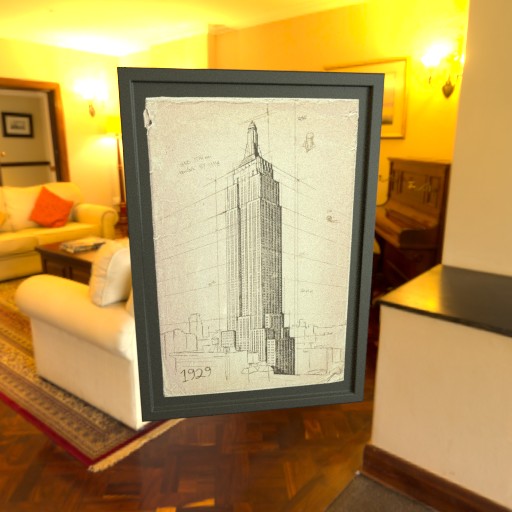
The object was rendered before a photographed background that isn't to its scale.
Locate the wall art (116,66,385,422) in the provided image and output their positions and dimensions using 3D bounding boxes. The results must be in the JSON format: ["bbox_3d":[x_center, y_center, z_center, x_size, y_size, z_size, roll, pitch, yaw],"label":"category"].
[{"bbox_3d":[0.000,0.000,0.554,0.303,0.431,0.013,-2,14,-9],"label":"wall art"}]
